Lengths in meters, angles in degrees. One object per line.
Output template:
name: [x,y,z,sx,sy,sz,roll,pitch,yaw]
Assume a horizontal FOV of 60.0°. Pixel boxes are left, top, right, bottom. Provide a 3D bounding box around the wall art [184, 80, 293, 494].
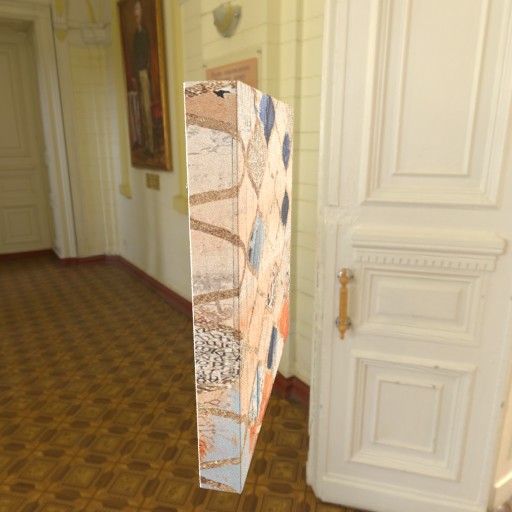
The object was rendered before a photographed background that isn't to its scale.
wall art: [0.000,0.000,0.452,0.036,0.304,0.303,3,16,11]
